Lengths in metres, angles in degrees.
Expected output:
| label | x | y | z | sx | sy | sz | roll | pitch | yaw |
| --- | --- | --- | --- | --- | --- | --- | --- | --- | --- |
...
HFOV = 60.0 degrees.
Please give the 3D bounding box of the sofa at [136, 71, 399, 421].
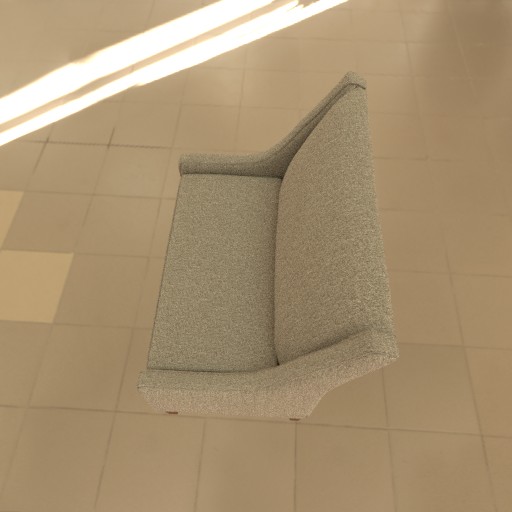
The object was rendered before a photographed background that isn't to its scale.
| label | x | y | z | sx | sy | sz | roll | pitch | yaw |
| --- | --- | --- | --- | --- | --- | --- | --- | --- | --- |
| sofa | 0.000 | 0.000 | 1.955 | 0.862 | 1.026 | 1.242 | 2 | 59 | 2 |
